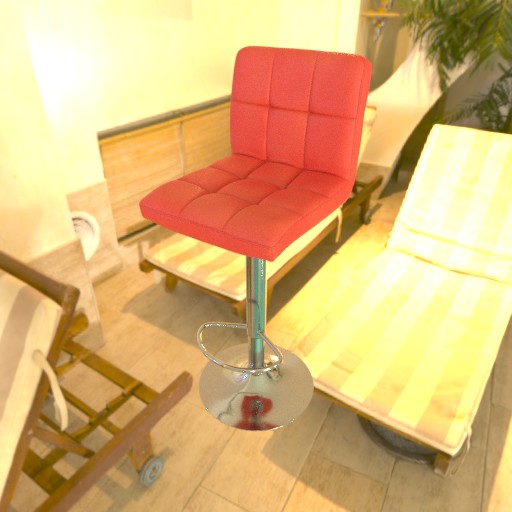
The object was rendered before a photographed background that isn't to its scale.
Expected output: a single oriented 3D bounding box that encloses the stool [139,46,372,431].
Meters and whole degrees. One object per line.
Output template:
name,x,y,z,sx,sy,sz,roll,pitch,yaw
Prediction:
stool,0.000,0.000,1.358,0.430,1.115,0.505,19,36,28
